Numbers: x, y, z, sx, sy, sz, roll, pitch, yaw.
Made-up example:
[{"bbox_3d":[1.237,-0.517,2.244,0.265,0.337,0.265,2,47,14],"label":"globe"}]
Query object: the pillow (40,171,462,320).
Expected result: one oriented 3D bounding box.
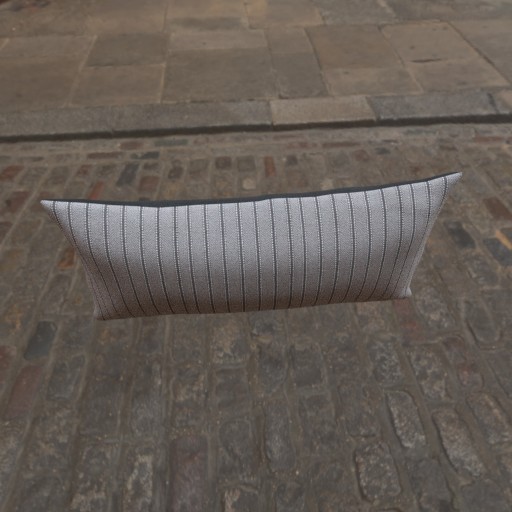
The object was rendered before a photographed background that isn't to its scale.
[{"bbox_3d":[0.000,0.000,0.742,0.609,0.305,0.151,-3,46,-3],"label":"pillow"}]
